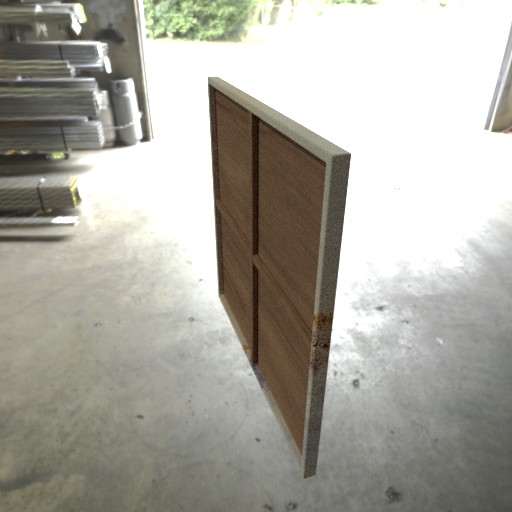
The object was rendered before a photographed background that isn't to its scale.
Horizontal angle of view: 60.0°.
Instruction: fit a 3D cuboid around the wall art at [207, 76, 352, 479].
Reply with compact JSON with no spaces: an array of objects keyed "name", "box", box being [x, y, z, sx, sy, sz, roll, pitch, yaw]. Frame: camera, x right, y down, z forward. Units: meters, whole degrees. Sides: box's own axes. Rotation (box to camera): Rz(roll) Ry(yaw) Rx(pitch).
[{"name":"wall art","box":[0.000,0.000,1.331,0.038,0.889,0.889,-10,32,-16]}]
